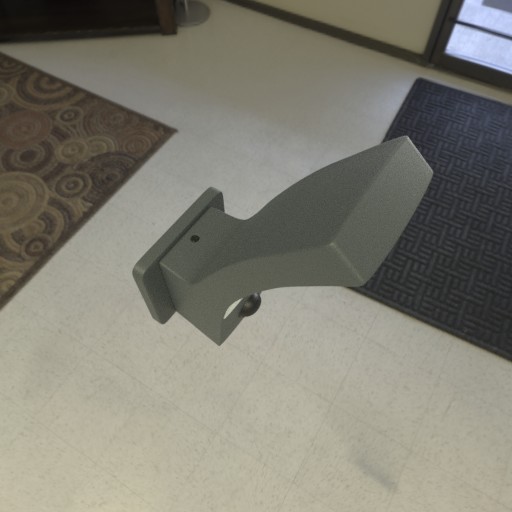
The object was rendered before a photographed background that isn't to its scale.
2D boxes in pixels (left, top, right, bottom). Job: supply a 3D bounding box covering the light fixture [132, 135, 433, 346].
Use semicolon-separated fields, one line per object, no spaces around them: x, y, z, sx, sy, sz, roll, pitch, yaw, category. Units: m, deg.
0.000;0.000;0.326;0.174;0.243;0.108;30;62;17;light fixture
